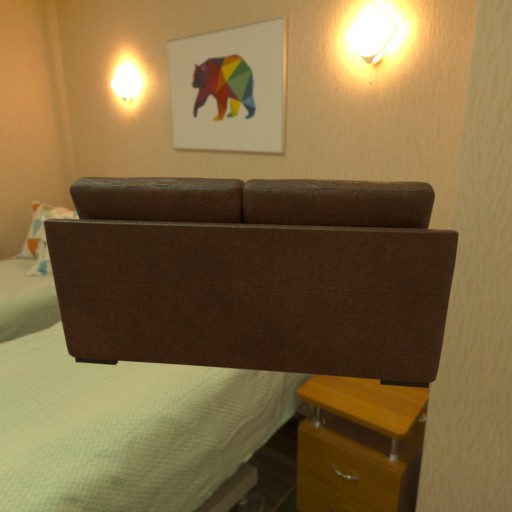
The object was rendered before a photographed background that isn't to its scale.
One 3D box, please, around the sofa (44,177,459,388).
[{"bbox_3d":[0.000,0.000,2.496,1.880,0.939,1.143,2,16,8],"label":"sofa"}]
